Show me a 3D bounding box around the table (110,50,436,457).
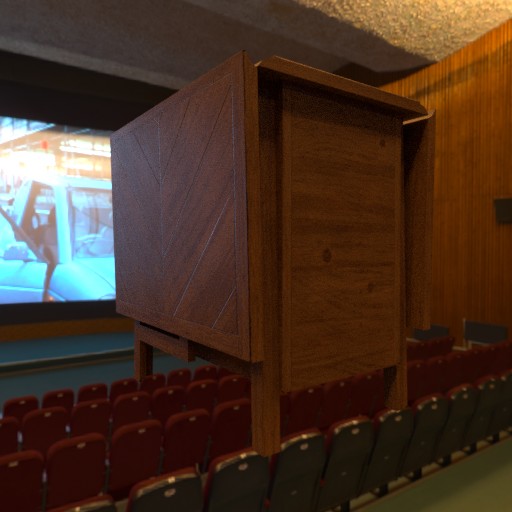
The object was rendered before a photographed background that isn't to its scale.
[{"bbox_3d":[0.000,0.000,1.263,0.591,0.763,0.746,-1,2,-36],"label":"table"}]
